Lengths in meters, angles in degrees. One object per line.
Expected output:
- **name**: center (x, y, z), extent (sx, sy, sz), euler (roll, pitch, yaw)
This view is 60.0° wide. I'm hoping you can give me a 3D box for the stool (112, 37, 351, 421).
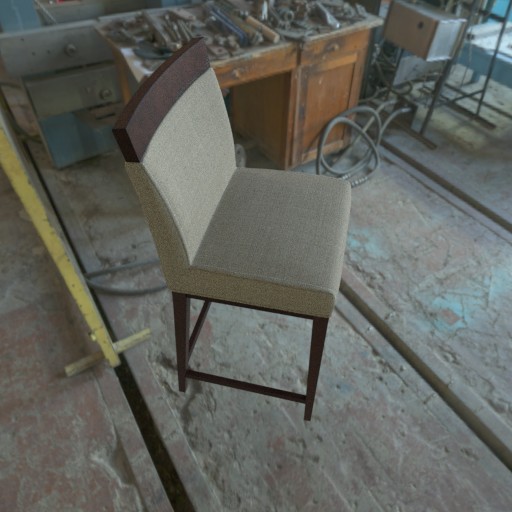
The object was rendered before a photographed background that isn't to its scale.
- **stool**: center (0.000, 0.000, 1.271), extent (0.480, 1.011, 0.463), euler (10, 47, 9)
